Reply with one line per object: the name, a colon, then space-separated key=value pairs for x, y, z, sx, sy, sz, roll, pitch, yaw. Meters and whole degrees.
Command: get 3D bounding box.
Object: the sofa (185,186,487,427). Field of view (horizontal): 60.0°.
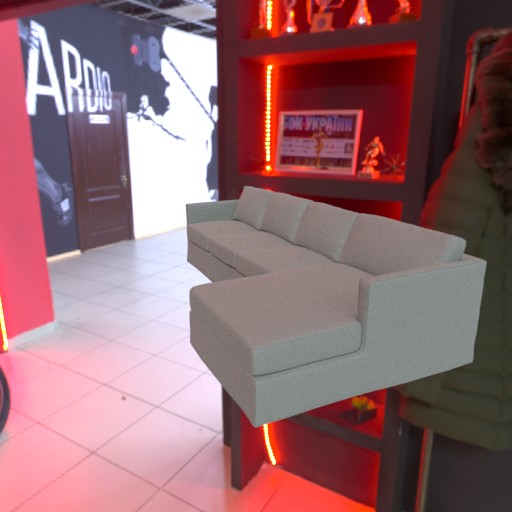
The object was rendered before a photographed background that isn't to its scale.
sofa: x=0.000 y=0.000 z=3.801 sx=1.622 sy=0.867 sz=3.177 roll=-7 pitch=17 yaw=-26
